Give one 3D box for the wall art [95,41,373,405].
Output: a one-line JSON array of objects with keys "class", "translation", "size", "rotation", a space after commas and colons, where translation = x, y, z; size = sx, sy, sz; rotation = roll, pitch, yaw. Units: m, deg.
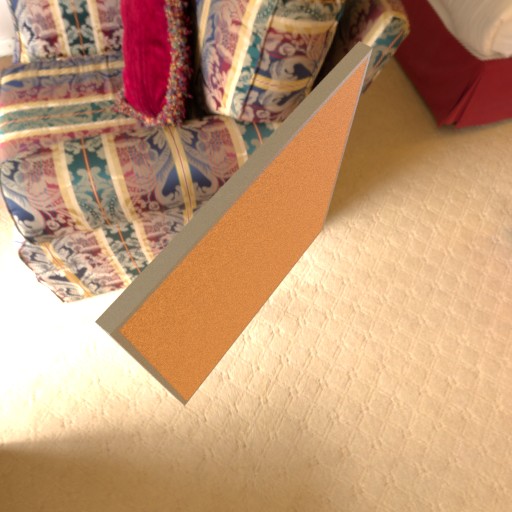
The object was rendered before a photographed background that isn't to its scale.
[{"class": "wall art", "translation": [0.000, 0.000, 1.200], "size": [0.038, 0.807, 0.809], "rotation": [34, 69, 15]}]
